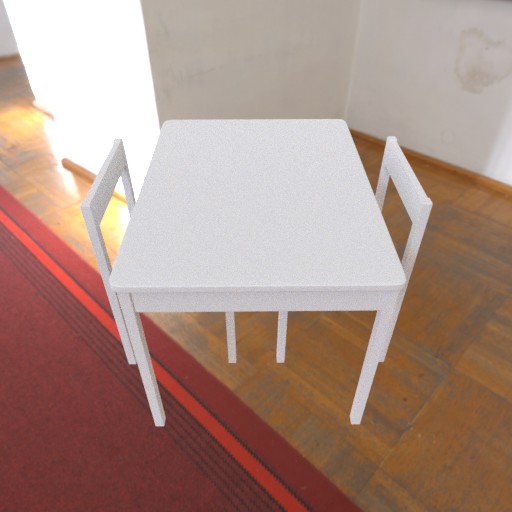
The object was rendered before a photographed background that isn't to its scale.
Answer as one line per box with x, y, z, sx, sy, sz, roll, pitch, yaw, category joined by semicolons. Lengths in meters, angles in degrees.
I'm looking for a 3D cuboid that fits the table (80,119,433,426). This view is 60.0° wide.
0.000;0.000;1.110;0.672;0.503;0.650;0;41;0;table
